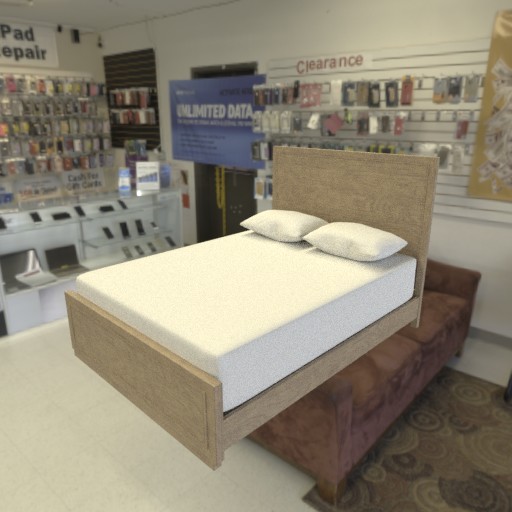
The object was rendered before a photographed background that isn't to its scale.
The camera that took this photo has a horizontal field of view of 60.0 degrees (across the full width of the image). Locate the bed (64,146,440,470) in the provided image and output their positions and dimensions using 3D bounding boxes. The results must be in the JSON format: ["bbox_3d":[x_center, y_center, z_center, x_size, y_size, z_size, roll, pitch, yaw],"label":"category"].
[{"bbox_3d":[0.000,0.000,3.234,1.606,1.369,2.189,17,25,42],"label":"bed"}]
